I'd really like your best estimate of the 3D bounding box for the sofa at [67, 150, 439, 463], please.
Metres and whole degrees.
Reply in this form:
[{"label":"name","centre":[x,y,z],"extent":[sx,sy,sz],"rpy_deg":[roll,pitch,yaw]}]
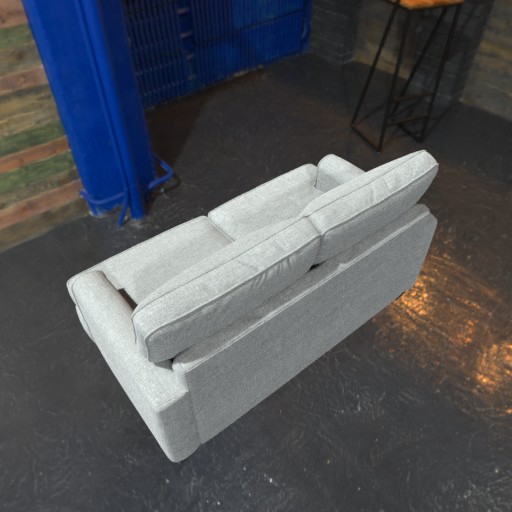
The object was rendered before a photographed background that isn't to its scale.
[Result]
[{"label":"sofa","centre":[0.000,0.000,2.205],"extent":[1.651,0.965,0.965],"rpy_deg":[-30,52,-26]}]
